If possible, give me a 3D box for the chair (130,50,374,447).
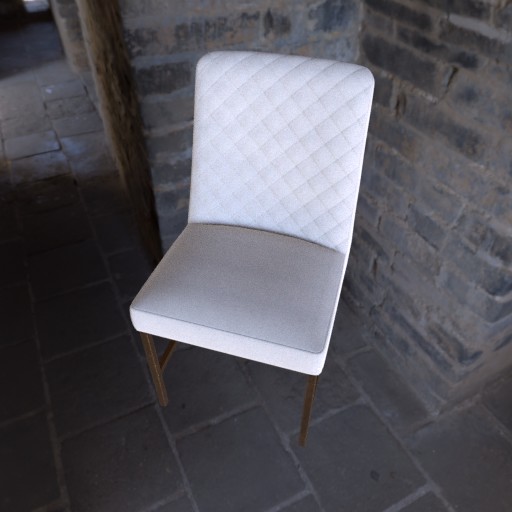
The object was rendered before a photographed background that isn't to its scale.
[{"bbox_3d":[0.000,0.000,1.265,0.503,0.933,0.597,11,43,12],"label":"chair"}]
